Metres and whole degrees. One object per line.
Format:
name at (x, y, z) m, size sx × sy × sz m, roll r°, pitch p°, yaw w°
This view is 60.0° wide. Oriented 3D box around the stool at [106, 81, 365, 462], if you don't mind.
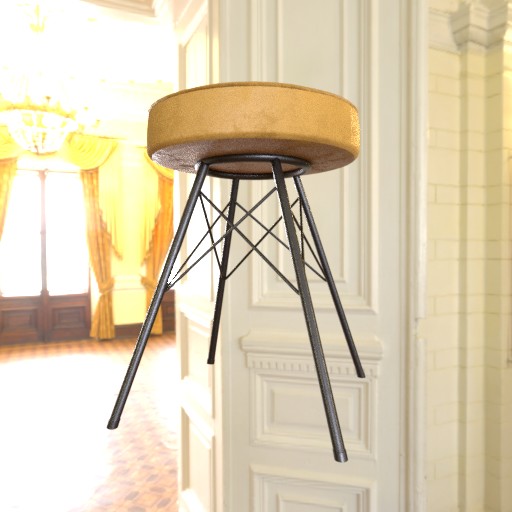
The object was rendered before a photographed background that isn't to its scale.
stool at (0.000, 0.000, 0.922) m, size 0.438 × 0.595 × 0.472 m, roll 0°, pitch 1°, yaw 19°
